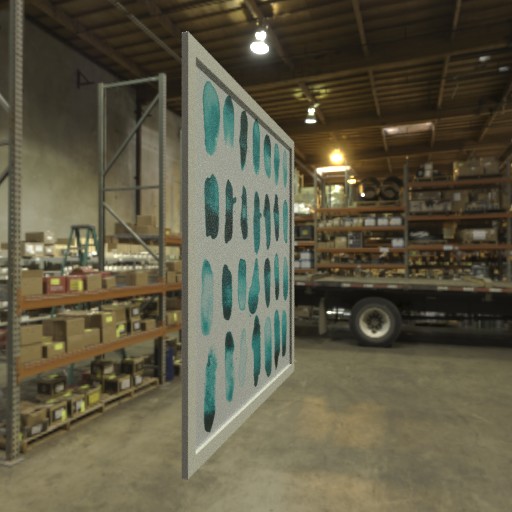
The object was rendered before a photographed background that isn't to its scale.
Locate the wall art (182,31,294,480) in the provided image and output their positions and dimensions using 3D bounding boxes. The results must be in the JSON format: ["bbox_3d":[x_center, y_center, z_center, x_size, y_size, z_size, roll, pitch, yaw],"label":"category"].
[{"bbox_3d":[0.000,0.000,1.190,0.013,0.813,0.812,0,0,19],"label":"wall art"}]
